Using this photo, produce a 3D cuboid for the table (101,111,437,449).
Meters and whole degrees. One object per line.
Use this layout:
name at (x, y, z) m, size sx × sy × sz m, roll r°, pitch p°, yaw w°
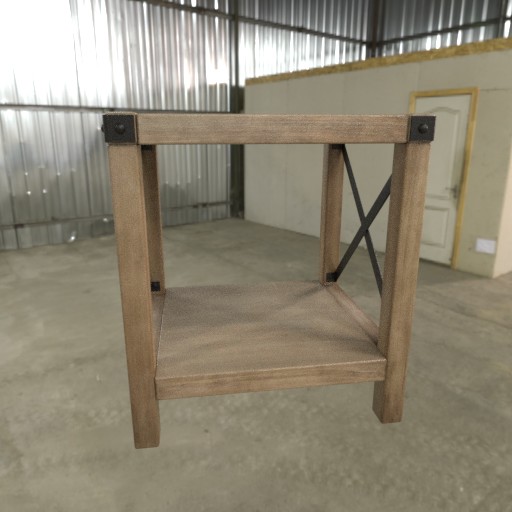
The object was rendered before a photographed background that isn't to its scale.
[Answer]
table at (0.000, 0.000, 0.932) m, size 0.510 × 0.561 × 0.459 m, roll -2°, pitch 16°, yaw -8°
